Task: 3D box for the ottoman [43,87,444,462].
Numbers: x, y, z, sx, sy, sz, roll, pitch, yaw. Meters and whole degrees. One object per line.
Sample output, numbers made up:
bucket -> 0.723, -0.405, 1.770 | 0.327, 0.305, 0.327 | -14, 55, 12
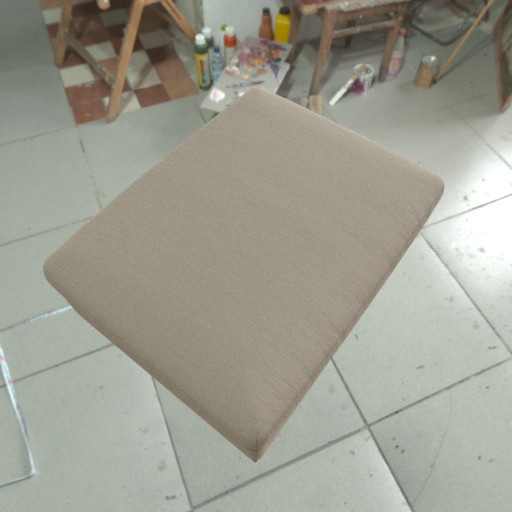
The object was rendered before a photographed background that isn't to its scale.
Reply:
ottoman -> 0.000, 0.000, 1.116 | 0.606, 0.420, 0.771 | 33, 63, 19
